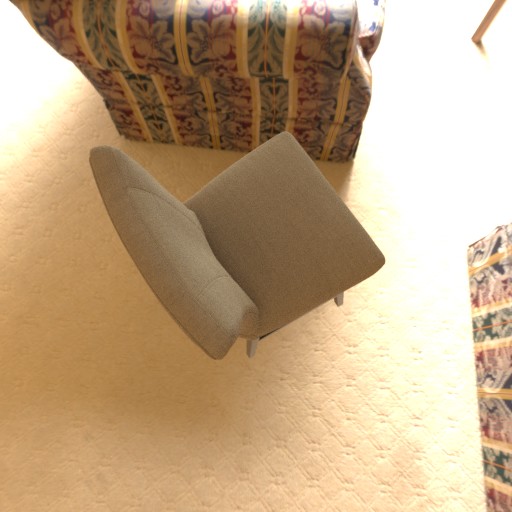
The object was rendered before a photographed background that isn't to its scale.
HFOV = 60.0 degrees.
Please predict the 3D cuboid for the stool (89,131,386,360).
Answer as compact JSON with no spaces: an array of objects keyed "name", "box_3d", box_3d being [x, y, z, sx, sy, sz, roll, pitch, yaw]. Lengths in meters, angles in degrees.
[{"name":"stool","box_3d":[0.000,0.000,1.399,0.574,1.086,0.514,-32,77,-9]}]
